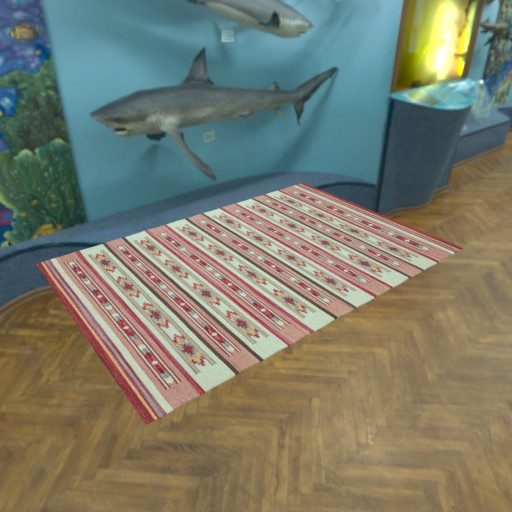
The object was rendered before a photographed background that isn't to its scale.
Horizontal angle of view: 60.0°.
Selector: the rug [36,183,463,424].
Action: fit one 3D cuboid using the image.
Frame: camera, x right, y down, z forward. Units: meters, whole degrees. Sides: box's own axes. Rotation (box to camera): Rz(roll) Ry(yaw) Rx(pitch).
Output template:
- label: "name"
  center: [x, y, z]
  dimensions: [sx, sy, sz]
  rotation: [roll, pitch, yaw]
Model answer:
- label: "rug"
  center: [0.000, 0.000, 2.265]
  dimensions: [1.817, 0.008, 1.223]
  rotation: [-21, 36, -32]
